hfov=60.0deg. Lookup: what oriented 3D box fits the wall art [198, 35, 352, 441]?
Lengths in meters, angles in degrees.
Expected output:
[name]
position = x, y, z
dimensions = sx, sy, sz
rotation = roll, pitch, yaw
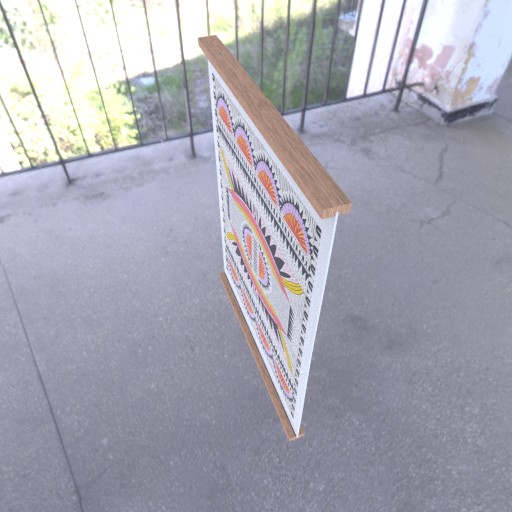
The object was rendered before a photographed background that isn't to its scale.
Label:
[wall art]
position = 0.000, 0.000, 0.703
dimensions = 0.028, 0.527, 0.403
rotation = -15, 49, -14
